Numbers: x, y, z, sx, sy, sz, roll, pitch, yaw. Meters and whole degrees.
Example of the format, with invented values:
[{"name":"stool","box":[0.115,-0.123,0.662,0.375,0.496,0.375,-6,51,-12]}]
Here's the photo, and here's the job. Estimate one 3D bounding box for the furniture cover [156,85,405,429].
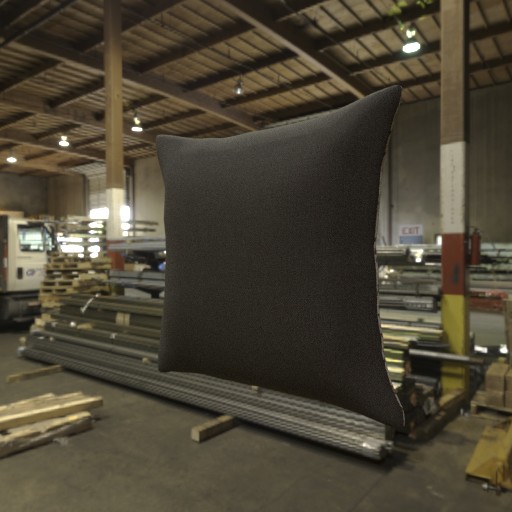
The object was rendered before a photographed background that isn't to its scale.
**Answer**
[{"name":"furniture cover","box":[0.000,0.000,0.782,0.525,0.498,0.180,1,1,37]}]
